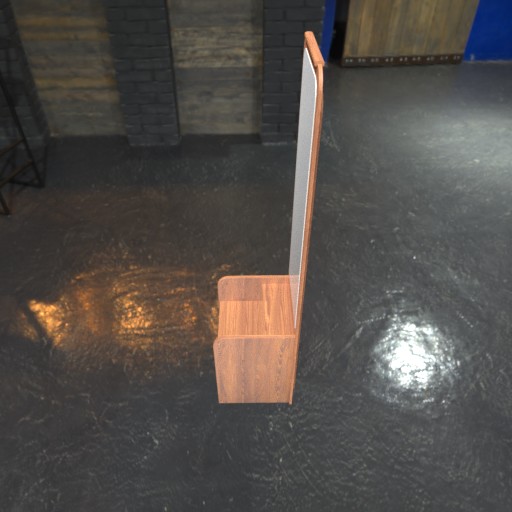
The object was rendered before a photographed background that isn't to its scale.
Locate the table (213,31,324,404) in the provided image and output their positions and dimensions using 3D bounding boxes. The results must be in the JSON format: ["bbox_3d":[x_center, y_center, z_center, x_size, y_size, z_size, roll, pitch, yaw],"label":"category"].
[{"bbox_3d":[0.000,0.000,2.049,0.420,1.830,0.450,-1,41,-1],"label":"table"}]
